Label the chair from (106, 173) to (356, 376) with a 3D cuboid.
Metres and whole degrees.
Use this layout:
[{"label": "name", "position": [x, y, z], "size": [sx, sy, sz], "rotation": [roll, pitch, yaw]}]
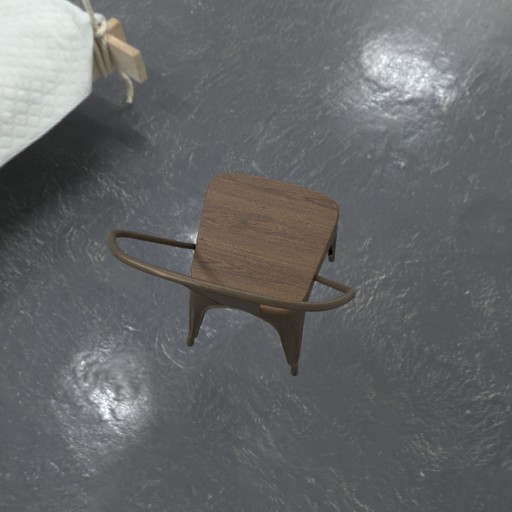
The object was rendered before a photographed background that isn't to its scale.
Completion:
[{"label": "chair", "position": [0.000, 0.000, 1.151], "size": [0.451, 0.844, 0.532], "rotation": [14, 65, 7]}]
